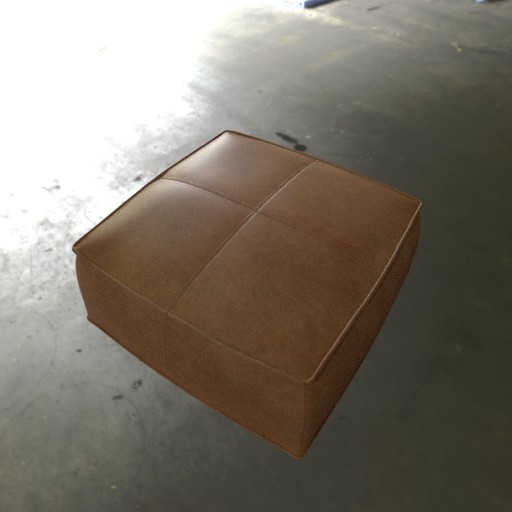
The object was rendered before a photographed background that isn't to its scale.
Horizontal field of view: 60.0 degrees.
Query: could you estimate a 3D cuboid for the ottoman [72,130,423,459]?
[{"bbox_3d":[0.000,0.000,1.485,0.902,0.395,0.901,26,52,22],"label":"ottoman"}]
